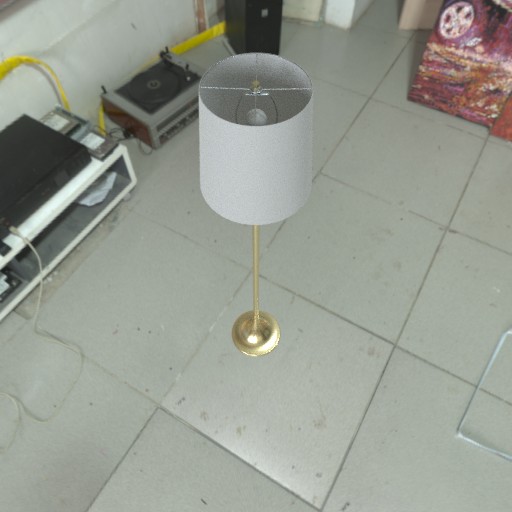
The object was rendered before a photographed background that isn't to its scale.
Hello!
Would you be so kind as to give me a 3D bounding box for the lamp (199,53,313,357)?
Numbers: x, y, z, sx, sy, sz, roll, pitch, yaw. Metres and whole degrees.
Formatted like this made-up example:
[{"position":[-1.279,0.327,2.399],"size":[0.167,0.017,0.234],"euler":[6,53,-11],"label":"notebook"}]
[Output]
[{"position":[0.000,0.000,1.705],"size":[0.337,1.543,0.337],"euler":[0,58,0],"label":"lamp"}]
